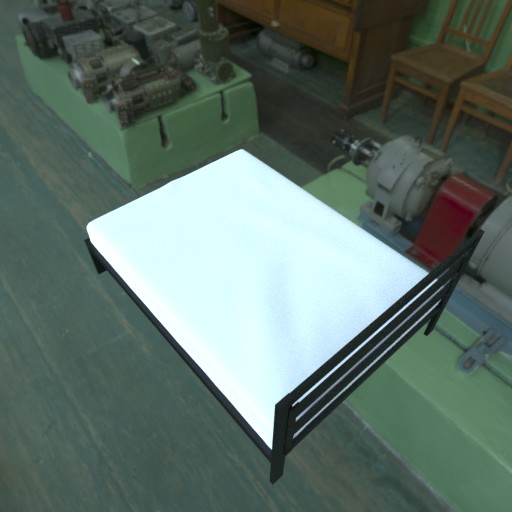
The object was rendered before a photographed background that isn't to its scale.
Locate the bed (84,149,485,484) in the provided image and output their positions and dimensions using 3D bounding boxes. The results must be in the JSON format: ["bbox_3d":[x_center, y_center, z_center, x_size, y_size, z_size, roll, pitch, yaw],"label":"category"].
[{"bbox_3d":[0.000,0.000,2.943,1.524,0.967,2.062,-33,55,-27],"label":"bed"}]
